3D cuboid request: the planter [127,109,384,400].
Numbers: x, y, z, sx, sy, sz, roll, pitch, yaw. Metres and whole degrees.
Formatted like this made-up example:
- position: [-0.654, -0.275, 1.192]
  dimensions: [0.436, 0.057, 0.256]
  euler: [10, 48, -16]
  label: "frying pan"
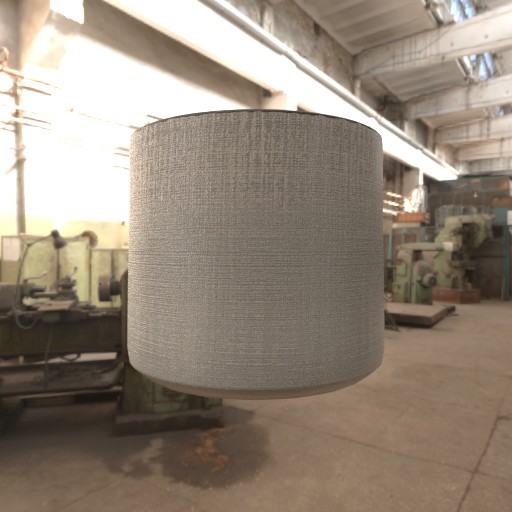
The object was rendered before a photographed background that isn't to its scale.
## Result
- position: [0.000, 0.000, 0.225]
  dimensions: [0.125, 0.112, 0.125]
  euler: [0, 1, 0]
  label: "planter"
